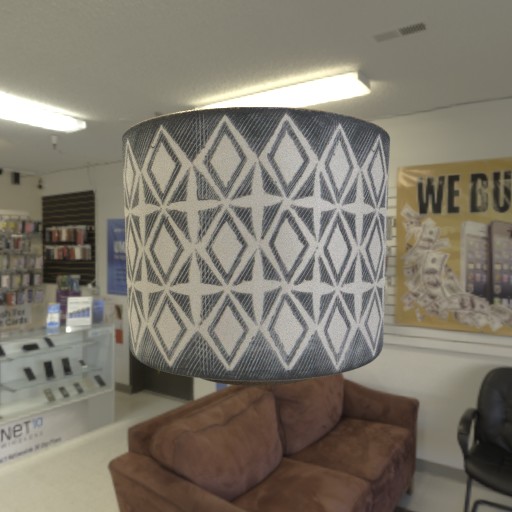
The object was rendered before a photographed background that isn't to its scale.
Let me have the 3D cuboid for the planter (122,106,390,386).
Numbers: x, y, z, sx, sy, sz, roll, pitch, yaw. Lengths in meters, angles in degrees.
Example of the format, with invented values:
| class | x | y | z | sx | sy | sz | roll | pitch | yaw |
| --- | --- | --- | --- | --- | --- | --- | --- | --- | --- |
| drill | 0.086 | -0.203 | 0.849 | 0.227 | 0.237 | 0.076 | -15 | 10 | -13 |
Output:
| class | x | y | z | sx | sy | sz | roll | pitch | yaw |
| --- | --- | --- | --- | --- | --- | --- | --- | --- | --- |
| planter | 0.000 | 0.000 | 0.334 | 0.192 | 0.165 | 0.192 | 0 | 1 | 0 |
